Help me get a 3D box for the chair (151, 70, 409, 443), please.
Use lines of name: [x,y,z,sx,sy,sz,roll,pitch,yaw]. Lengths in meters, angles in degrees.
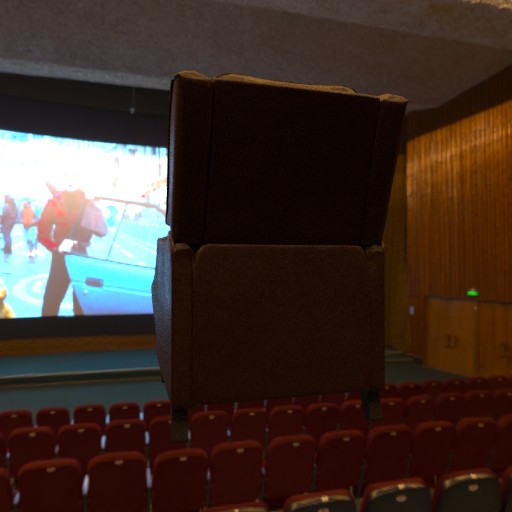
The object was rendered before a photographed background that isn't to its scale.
chair: [0.000,0.000,1.755,0.770,1.132,0.982,0,-1,-16]
